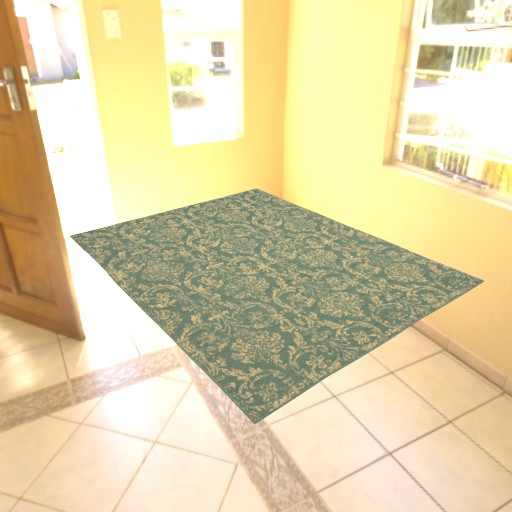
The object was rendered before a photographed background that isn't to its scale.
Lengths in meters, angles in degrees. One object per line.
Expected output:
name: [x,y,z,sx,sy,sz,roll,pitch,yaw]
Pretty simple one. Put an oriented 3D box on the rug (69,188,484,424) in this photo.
rug: [0.000,0.000,3.975,2.363,0.012,2.980,-20,33,-33]
